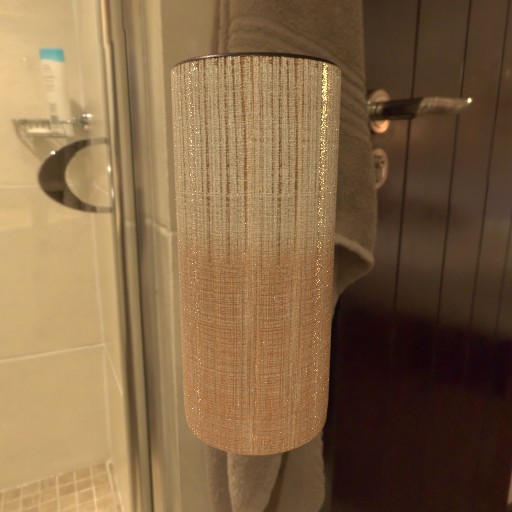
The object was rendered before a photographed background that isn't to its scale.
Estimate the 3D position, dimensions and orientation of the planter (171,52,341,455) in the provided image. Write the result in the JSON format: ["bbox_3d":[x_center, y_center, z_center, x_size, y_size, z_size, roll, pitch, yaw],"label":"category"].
[{"bbox_3d":[0.000,0.000,0.289,0.100,0.227,0.100,7,15,27],"label":"planter"}]
